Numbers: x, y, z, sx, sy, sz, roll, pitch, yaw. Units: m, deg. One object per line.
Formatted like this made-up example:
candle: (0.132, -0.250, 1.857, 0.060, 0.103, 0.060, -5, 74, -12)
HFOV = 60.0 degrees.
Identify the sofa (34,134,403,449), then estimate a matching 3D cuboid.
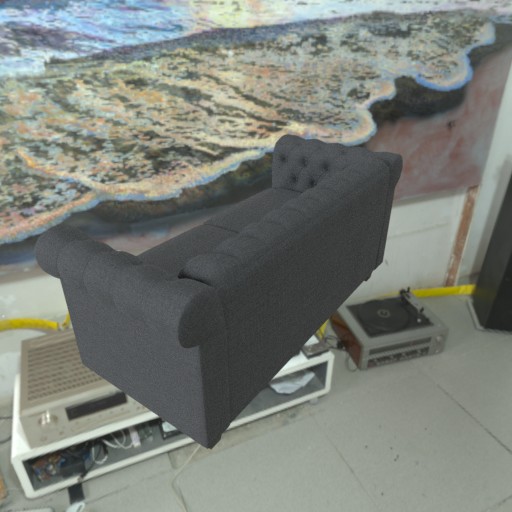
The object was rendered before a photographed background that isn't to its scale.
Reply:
sofa: (0.000, 0.000, 2.232, 0.783, 0.797, 1.798, 20, 36, 31)
